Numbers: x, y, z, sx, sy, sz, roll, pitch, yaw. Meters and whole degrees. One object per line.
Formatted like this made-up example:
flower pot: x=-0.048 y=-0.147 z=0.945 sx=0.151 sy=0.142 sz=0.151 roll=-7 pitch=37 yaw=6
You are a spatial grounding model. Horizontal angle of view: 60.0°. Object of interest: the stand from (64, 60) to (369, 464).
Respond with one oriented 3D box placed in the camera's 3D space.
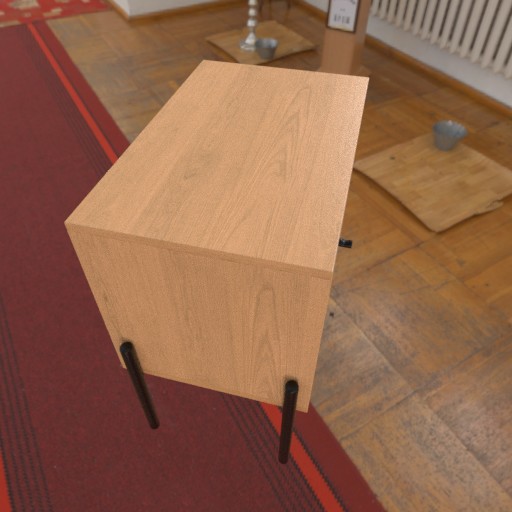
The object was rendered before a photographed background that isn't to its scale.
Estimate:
stand: x=0.000 y=0.000 z=0.990 sx=0.400 sy=0.600 sz=0.630 roll=10 pitch=46 yaw=10
